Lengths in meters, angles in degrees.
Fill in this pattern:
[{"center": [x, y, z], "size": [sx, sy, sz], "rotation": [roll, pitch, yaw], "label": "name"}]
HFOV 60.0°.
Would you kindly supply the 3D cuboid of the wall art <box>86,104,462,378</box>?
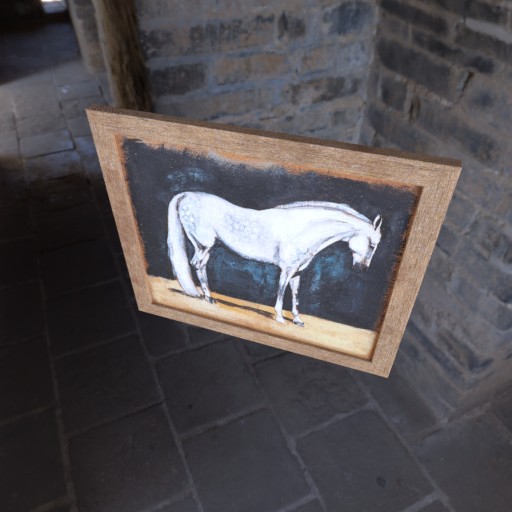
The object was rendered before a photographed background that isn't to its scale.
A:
[{"center": [0.000, 0.000, 0.981], "size": [0.690, 0.588, 0.026], "rotation": [13, 43, 14], "label": "wall art"}]
